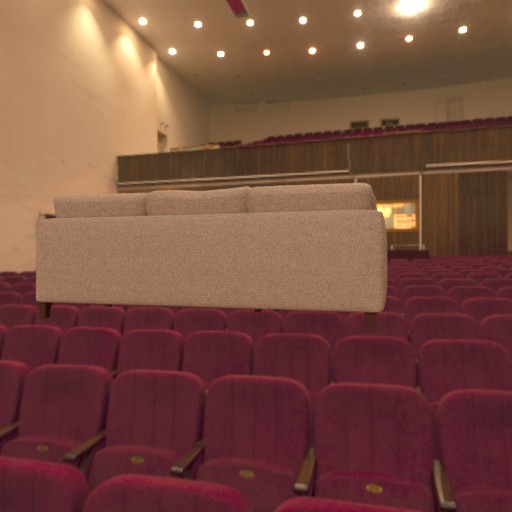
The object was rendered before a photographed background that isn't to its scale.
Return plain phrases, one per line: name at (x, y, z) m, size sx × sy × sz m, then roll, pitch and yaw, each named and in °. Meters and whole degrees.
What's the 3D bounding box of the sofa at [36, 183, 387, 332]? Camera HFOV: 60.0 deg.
sofa at (0.000, 0.000, 4.510) m, size 2.522 × 0.934 × 3.333 m, roll 0°, pitch 0°, yaw 16°
